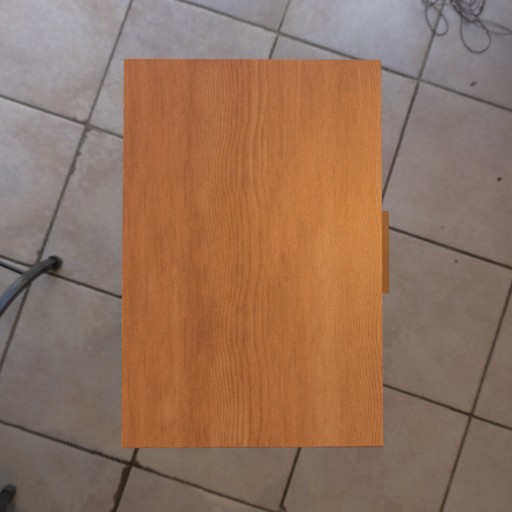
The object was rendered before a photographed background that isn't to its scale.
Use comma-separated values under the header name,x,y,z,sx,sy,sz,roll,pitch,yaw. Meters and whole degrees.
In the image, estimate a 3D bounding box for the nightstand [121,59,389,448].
name,x,y,z,sx,sy,sz,roll,pitch,yaw
nightstand,0.000,0.000,1.005,0.427,0.615,0.613,0,89,0
